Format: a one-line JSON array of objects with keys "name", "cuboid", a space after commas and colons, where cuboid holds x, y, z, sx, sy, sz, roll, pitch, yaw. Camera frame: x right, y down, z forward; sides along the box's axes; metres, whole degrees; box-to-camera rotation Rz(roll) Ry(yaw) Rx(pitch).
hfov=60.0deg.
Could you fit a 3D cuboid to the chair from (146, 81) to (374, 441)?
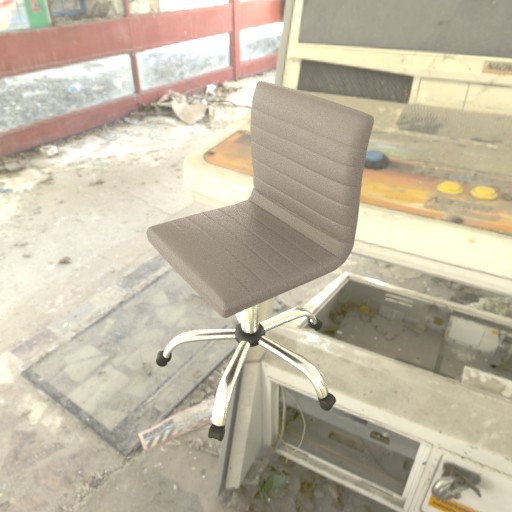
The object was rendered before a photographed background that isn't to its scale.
[{"name": "chair", "cuboid": [0.000, 0.000, 1.166, 0.530, 0.780, 0.556, -22, 40, -29]}]
